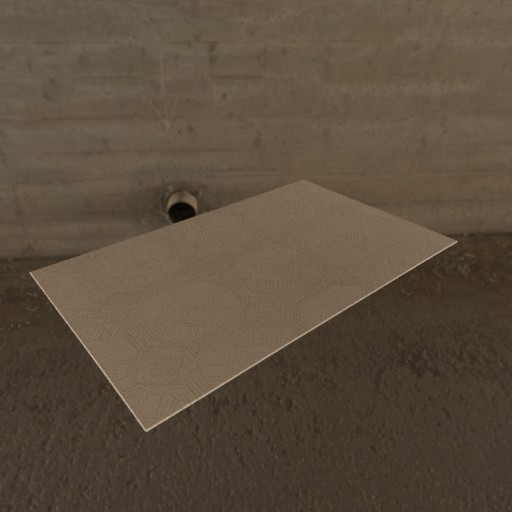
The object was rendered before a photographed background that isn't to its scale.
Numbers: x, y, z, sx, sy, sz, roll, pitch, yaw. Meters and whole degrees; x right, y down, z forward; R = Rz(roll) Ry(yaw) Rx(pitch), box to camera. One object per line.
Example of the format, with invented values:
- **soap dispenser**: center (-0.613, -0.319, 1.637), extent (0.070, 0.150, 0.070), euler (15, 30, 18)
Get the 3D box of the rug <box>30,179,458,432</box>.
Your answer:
- **rug**: center (0.000, 0.000, 2.959), extent (2.440, 0.008, 1.524), euler (-24, 38, -33)
